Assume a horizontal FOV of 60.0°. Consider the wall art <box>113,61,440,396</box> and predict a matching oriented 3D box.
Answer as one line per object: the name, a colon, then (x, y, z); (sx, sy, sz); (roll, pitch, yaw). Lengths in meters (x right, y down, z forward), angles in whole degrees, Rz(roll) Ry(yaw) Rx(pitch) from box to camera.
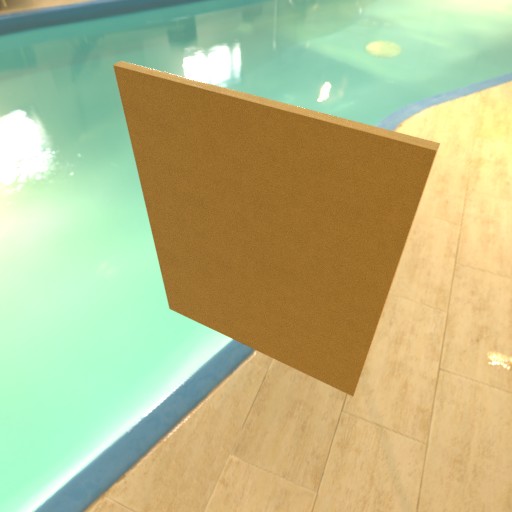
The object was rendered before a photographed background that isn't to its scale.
wall art: (0.000, 0.000, 1.343); (0.798, 1.002, 0.030); (22, 50, 20)
